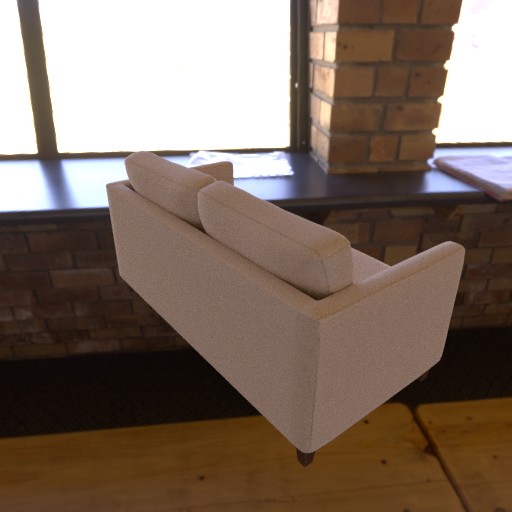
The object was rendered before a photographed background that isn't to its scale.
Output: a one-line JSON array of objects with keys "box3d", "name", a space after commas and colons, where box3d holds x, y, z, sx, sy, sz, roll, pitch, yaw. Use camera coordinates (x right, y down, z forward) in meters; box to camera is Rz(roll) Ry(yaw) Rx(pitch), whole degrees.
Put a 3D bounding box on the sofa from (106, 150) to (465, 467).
[{"box3d": [0.000, 0.000, 2.251, 0.873, 0.888, 1.722, -19, 33, -33], "name": "sofa"}]
